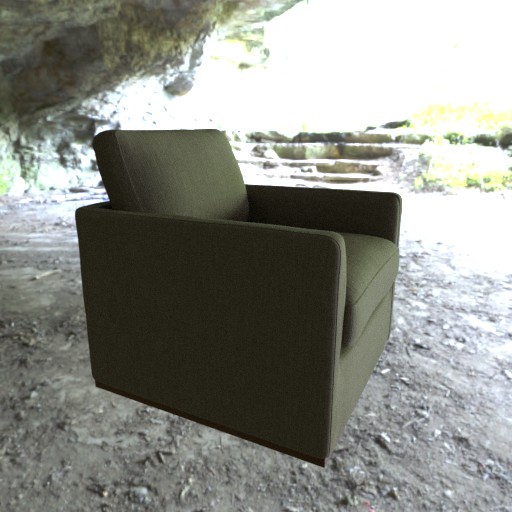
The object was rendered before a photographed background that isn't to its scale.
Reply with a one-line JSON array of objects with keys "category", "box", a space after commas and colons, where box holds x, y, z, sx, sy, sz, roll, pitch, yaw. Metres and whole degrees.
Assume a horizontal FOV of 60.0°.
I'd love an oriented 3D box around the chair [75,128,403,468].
[{"category": "chair", "box": [0.000, 0.000, 1.467, 0.834, 0.811, 0.763, 8, 18, 26]}]
